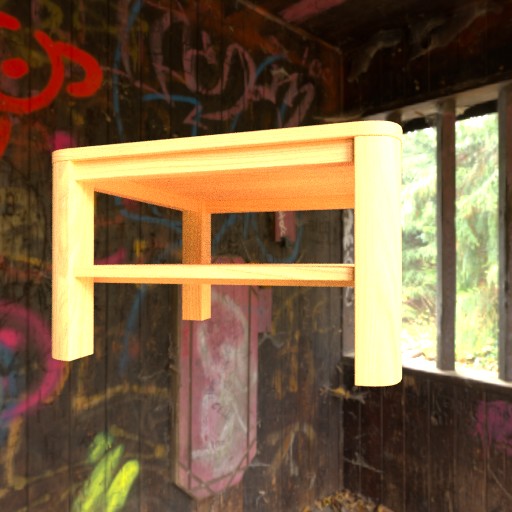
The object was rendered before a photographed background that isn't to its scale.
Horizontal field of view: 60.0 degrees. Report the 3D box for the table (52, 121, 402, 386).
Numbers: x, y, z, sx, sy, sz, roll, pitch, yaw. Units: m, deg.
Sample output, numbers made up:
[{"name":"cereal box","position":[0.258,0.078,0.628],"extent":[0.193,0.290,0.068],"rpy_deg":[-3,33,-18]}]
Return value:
[{"name":"table","position":[0.000,0.000,1.203],"extent":[0.750,0.450,0.750],"rpy_deg":[0,-1,18]}]
